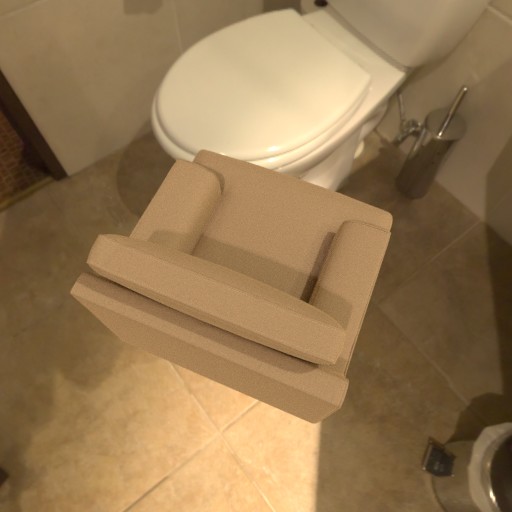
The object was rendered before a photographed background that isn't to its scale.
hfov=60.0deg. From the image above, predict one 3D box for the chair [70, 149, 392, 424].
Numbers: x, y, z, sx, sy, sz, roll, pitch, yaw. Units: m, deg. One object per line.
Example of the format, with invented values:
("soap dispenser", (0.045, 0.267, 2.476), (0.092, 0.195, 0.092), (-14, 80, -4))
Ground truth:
("chair", (0.000, 0.000, 2.171), (1.293, 1.005, 1.274), (14, 65, 6))
